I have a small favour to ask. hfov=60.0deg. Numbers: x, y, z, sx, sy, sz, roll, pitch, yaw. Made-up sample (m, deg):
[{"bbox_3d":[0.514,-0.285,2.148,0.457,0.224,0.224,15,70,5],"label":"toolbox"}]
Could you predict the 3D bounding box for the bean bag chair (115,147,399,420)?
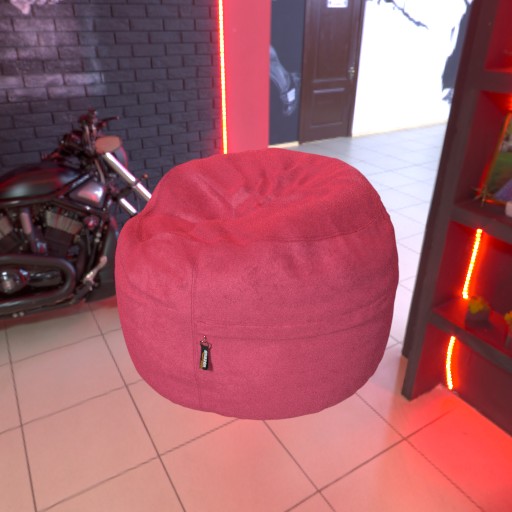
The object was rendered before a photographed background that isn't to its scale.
[{"bbox_3d":[0.000,0.000,1.965,1.218,0.788,1.218,0,28,0],"label":"bean bag chair"}]
